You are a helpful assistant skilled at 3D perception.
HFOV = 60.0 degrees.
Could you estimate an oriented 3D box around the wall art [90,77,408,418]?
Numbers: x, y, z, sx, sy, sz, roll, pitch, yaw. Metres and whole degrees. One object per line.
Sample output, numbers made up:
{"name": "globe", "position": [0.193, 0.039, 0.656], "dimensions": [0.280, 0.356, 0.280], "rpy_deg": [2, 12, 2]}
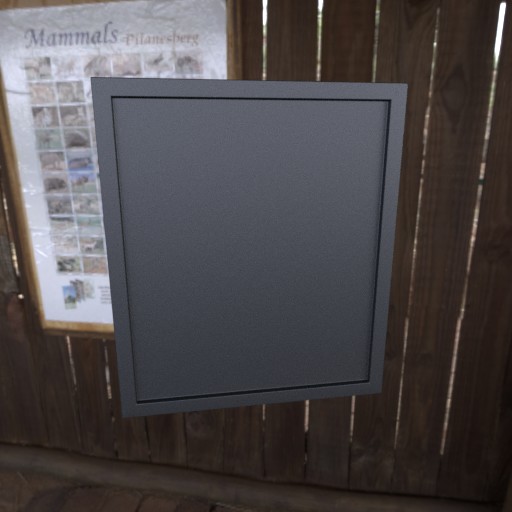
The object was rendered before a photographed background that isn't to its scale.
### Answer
{"name": "wall art", "position": [0.000, 0.000, 0.517], "dimensions": [0.328, 0.381, 0.028], "rpy_deg": [-3, 16, -9]}
